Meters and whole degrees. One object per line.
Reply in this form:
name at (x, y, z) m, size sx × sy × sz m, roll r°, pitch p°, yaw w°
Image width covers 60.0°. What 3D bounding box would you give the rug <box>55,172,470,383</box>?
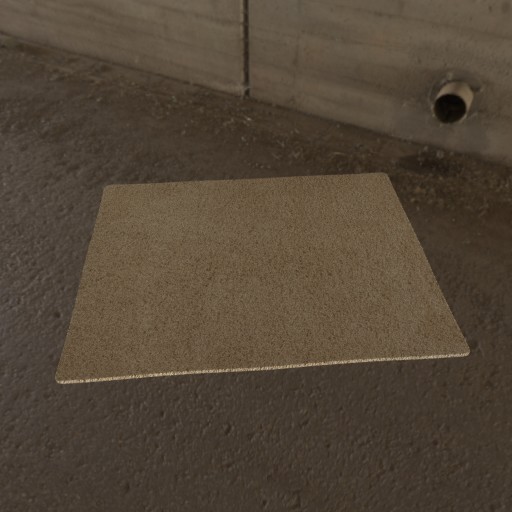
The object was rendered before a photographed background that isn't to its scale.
rug at (0.000, 0.000, 2.109) m, size 1.600 × 0.025 × 1.199 m, roll -3°, pitch 46°, yaw -3°
